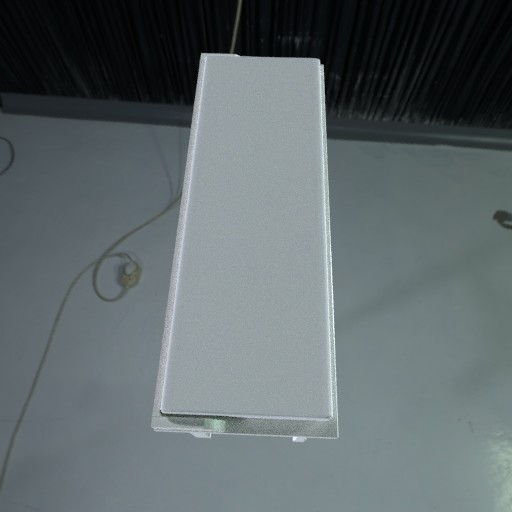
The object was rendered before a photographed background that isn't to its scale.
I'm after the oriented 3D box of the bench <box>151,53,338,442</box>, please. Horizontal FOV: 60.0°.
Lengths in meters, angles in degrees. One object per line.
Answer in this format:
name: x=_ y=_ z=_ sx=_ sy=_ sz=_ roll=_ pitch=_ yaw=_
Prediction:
bench: x=0.000 y=0.000 z=1.268 sx=0.346 sy=0.589 sz=0.987 roll=2 pitch=64 yaw=1
